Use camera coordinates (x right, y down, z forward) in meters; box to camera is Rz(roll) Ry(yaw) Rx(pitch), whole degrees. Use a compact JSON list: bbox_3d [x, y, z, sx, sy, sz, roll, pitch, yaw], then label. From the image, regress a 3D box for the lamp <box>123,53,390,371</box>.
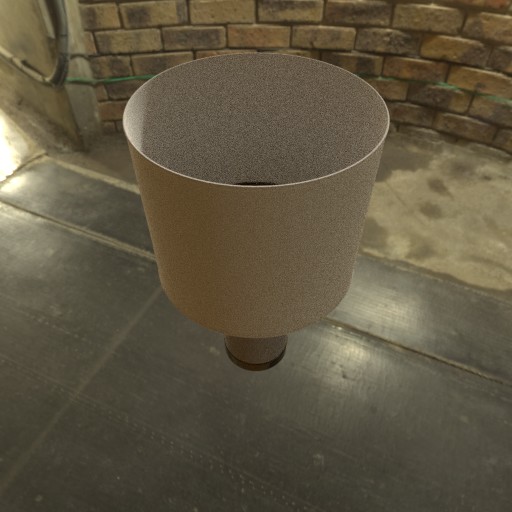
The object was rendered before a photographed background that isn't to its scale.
[{"bbox_3d":[0.000,0.000,0.525,0.229,0.380,0.229,0,47,0],"label":"lamp"}]
